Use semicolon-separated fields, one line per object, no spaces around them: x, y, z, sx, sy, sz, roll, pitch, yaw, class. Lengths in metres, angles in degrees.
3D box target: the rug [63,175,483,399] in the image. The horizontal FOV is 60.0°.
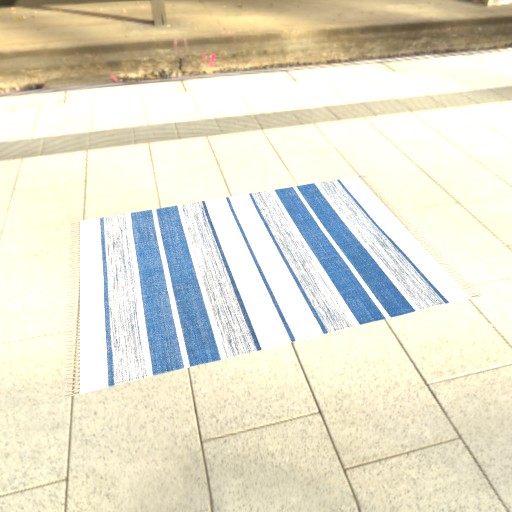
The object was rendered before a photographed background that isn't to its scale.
0.000;0.000;3.004;2.441;0.010;1.532;-11;41;-13;rug
